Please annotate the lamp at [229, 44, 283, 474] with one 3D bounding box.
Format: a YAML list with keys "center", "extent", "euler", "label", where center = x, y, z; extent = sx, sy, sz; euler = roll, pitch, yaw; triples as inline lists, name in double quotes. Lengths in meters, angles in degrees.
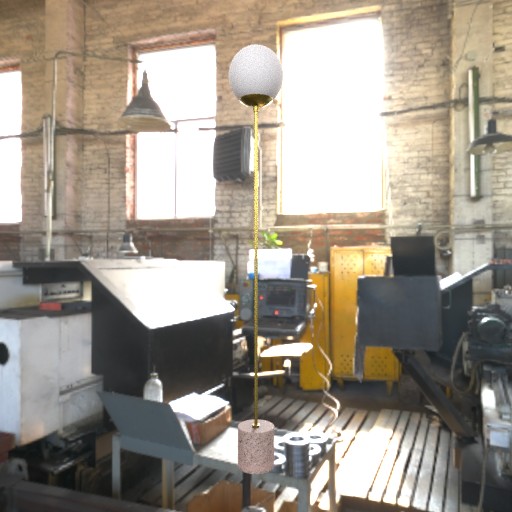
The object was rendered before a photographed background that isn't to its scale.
- center: [0.000, 0.000, 1.853]
  extent: [0.229, 1.748, 0.229]
  euler: [0, 0, -18]
  label: "lamp"
